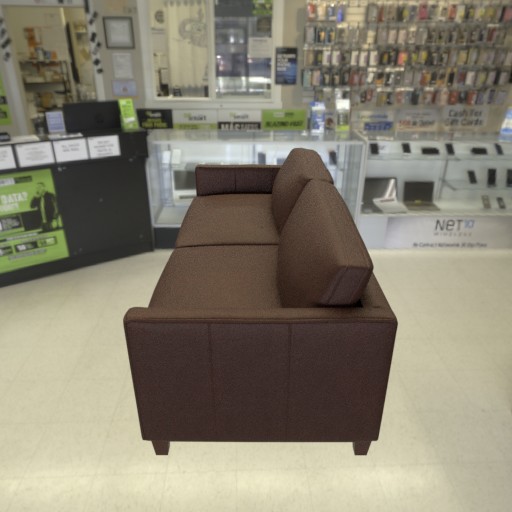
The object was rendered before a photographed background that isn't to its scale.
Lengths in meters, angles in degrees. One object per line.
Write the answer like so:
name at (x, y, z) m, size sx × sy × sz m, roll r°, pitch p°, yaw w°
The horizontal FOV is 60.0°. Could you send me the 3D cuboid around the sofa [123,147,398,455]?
sofa at (0.000, 0.000, 2.385) m, size 0.923 × 0.863 × 1.971 m, roll 0°, pitch 26°, yaw 0°
